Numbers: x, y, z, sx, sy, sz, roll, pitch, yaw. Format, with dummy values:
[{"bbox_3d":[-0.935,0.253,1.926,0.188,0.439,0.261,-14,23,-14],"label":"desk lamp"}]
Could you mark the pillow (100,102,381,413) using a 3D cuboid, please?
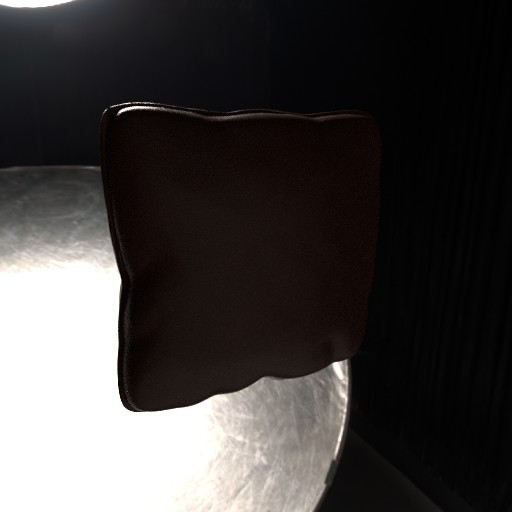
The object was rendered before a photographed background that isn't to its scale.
[{"bbox_3d":[0.000,0.000,0.820,0.532,0.523,0.236,-8,17,-27],"label":"pillow"}]
